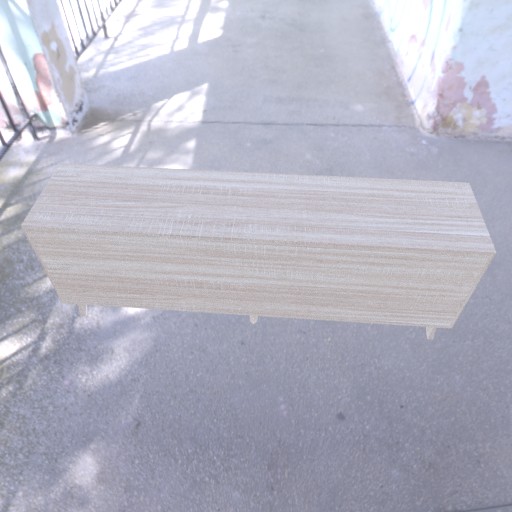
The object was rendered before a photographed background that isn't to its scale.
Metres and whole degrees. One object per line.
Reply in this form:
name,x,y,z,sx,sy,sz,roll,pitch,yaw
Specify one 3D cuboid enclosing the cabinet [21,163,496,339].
cabinet,0.000,0.000,2.499,2.200,0.780,0.500,3,48,3
